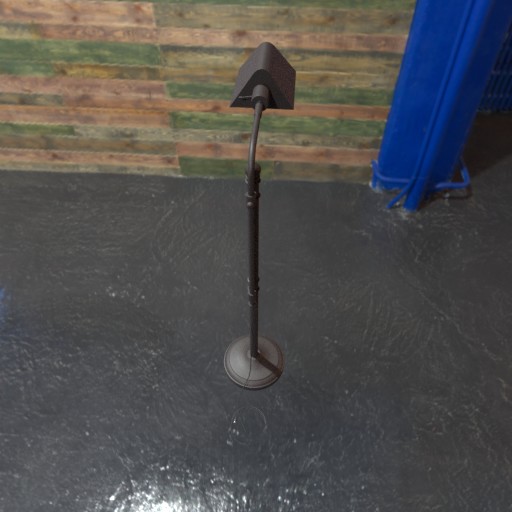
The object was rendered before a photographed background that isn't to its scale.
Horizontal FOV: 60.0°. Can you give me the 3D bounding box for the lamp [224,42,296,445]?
[{"bbox_3d":[0.000,0.000,0.951,0.159,0.708,0.545,4,48,3],"label":"lamp"}]
